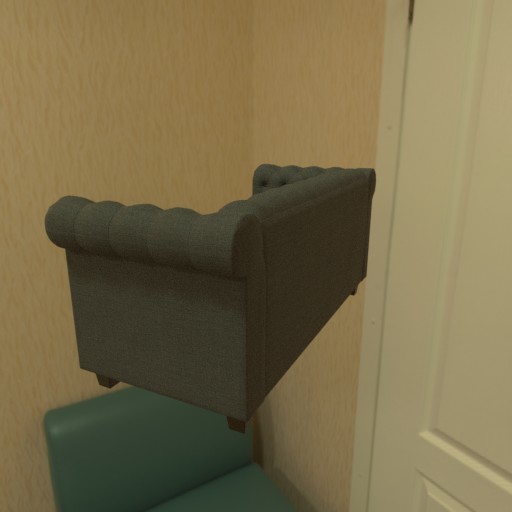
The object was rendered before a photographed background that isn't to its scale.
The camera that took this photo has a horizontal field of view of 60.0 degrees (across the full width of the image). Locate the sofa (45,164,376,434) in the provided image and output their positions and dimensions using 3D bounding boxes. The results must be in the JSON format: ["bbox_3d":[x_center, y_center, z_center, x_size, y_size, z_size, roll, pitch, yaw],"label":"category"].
[{"bbox_3d":[0.000,0.000,2.220,0.783,0.797,1.798,8,18,26],"label":"sofa"}]
